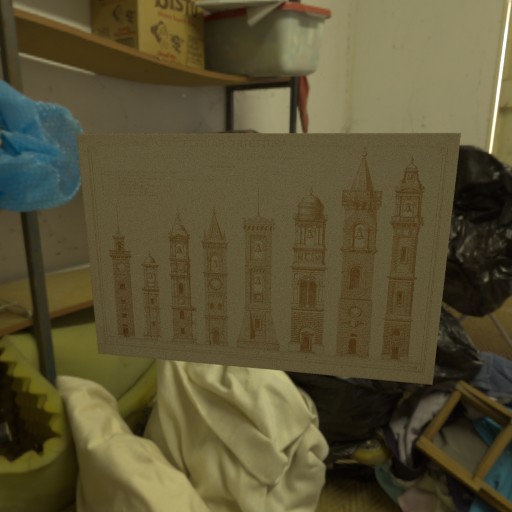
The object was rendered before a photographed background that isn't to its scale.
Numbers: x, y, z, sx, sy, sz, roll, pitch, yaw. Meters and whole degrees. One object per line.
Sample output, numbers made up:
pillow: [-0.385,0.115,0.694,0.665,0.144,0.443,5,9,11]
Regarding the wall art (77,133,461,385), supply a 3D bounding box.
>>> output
wall art: [0.000,0.000,0.765,0.609,0.407,0.039,3,15,10]
